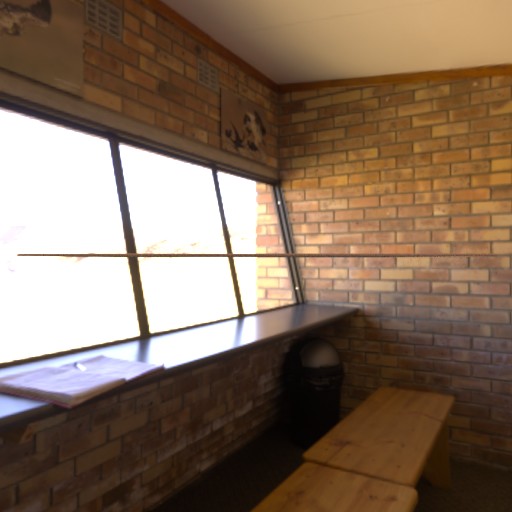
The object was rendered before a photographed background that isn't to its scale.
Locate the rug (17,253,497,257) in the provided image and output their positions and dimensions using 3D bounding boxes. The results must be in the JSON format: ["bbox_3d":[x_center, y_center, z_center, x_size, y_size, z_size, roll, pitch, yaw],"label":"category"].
[{"bbox_3d":[0.000,0.000,2.711,2.134,0.013,1.524,0,0,-1],"label":"rug"}]
